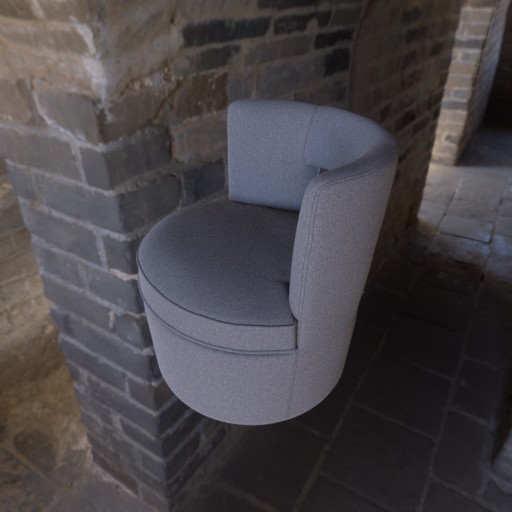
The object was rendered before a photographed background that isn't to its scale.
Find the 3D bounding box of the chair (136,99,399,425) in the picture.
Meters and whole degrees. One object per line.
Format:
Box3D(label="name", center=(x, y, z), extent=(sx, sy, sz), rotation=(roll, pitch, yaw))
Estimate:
Box3D(label="chair", center=(0.000, 0.000, 1.253), extent=(0.660, 0.719, 0.689), rotation=(-8, 32, -14))
